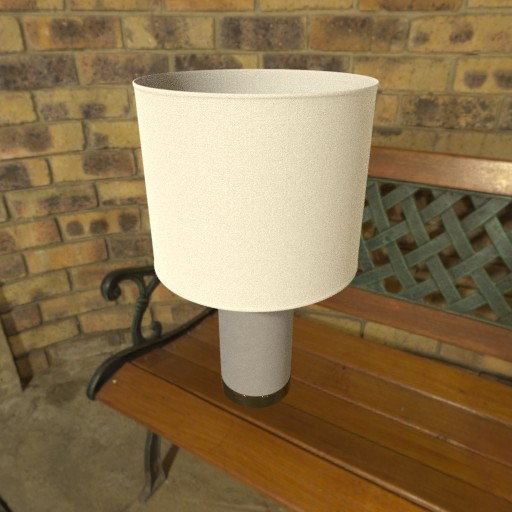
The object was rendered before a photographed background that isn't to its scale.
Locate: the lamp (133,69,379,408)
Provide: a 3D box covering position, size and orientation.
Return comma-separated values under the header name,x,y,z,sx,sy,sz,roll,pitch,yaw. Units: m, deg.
name,x,y,z,sx,sy,sz,roll,pitch,yaw
lamp,0.000,0.000,0.509,0.229,0.380,0.229,0,27,0
